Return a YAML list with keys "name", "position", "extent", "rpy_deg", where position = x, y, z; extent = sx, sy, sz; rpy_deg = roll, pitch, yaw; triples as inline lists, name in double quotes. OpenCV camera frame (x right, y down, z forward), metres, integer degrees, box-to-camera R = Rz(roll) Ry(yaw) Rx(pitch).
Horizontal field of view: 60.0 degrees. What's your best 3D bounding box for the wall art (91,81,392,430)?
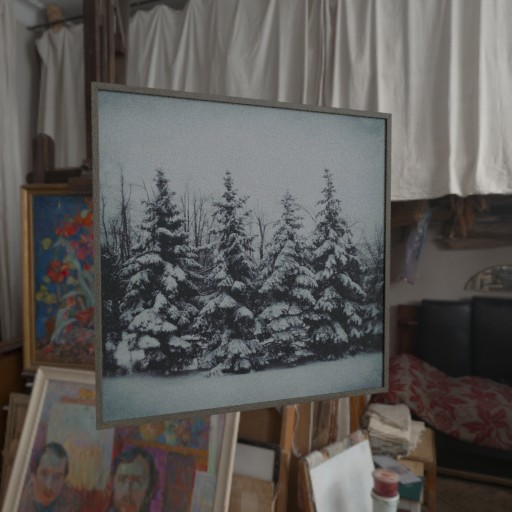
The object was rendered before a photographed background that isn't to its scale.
- name: "wall art"
  position: [0.000, 0.000, 1.103]
  extent: [0.758, 0.758, 0.039]
  rpy_deg: [-1, 2, -19]
